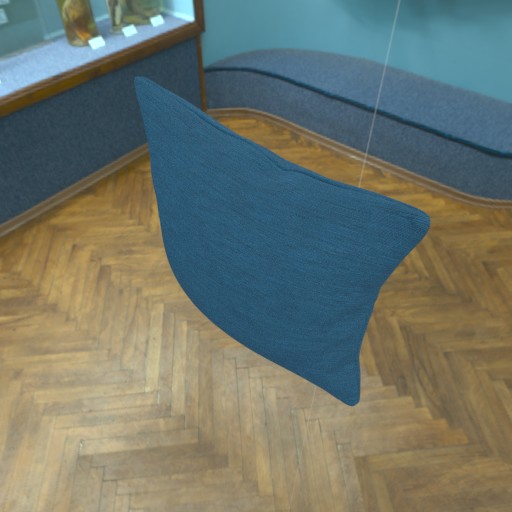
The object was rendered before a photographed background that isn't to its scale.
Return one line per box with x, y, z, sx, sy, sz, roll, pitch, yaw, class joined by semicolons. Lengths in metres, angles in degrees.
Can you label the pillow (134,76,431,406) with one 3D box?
0.000;0.000;0.659;0.437;0.420;0.177;33;56;27;pillow
